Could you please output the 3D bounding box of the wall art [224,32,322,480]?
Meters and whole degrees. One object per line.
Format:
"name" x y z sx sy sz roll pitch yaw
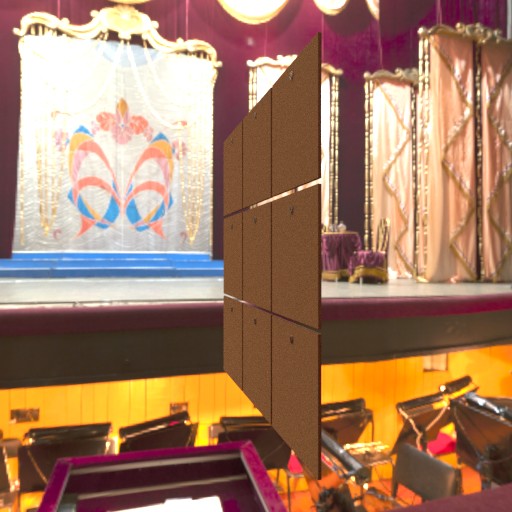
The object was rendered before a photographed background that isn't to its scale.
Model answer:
"wall art" 0.000 0.000 2.250 0.019 1.532 1.533 0 0 -16
